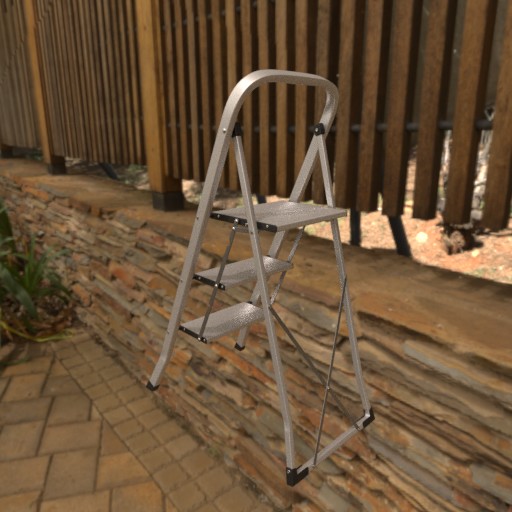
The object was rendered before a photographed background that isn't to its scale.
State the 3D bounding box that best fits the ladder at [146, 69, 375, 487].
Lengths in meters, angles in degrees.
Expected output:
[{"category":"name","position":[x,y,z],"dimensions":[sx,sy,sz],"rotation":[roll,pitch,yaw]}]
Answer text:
[{"category":"ladder","position":[0.000,0.000,1.417],"dimensions":[0.465,1.070,0.704],"rotation":[-15,22,-42]}]
